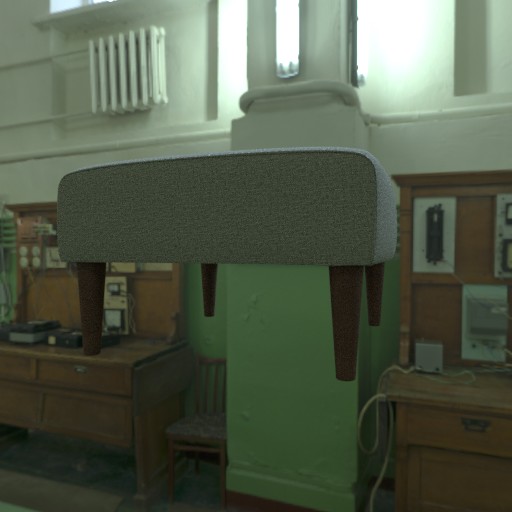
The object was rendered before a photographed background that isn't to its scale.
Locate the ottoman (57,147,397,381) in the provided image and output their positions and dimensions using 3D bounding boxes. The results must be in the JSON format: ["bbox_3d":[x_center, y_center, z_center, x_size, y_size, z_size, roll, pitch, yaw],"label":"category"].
[{"bbox_3d":[0.000,0.000,1.080,0.649,0.398,0.650,0,1,20],"label":"ottoman"}]
